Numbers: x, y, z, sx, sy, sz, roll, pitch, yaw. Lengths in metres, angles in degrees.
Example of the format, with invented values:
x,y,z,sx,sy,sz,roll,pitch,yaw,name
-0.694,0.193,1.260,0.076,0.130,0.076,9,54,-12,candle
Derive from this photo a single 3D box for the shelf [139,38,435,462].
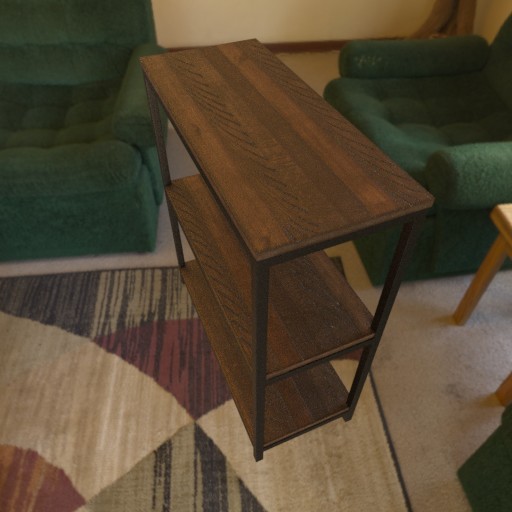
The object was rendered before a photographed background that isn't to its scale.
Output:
x,y,z,sx,sy,sz,roll,pitch,yaw,name
0.000,0.000,1.357,0.352,0.947,0.822,-17,49,-16,shelf
